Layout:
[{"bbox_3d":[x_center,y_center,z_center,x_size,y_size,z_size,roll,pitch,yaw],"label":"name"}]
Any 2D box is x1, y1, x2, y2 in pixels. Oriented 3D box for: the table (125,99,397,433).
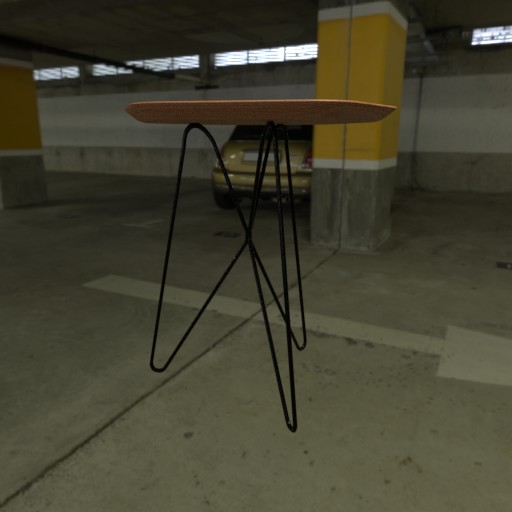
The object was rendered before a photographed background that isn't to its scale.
[{"bbox_3d":[0.000,0.000,0.889,0.500,0.562,0.400,2,15,9],"label":"table"}]
